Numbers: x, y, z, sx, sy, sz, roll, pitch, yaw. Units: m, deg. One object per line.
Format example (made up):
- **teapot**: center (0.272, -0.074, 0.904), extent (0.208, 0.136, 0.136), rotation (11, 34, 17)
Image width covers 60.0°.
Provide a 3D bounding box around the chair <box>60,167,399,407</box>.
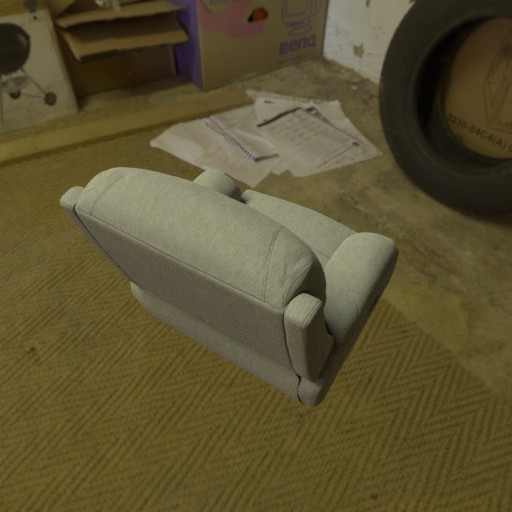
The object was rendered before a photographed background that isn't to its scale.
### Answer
- **chair**: center (0.000, 0.000, 1.730), extent (0.930, 1.011, 0.899), rotation (25, 51, 22)
